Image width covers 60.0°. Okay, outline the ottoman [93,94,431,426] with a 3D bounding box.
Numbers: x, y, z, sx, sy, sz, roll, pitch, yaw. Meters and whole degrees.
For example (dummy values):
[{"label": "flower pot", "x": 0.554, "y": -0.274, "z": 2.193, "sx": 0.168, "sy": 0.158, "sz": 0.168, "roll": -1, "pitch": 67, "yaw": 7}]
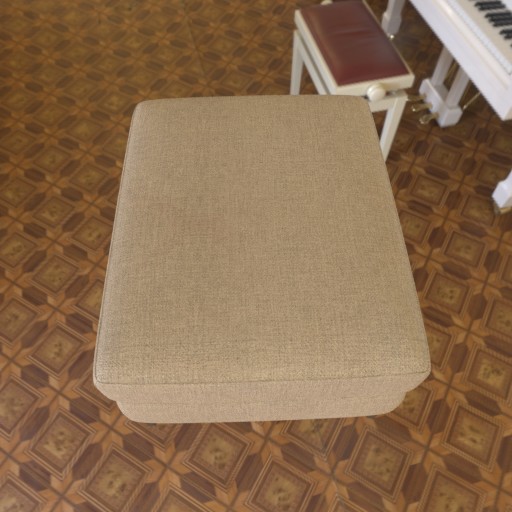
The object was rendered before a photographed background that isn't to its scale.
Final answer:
[{"label": "ottoman", "x": 0.000, "y": 0.000, "z": 1.197, "sx": 0.671, "sy": 0.490, "sz": 0.820, "roll": -2, "pitch": 59, "yaw": -1}]
